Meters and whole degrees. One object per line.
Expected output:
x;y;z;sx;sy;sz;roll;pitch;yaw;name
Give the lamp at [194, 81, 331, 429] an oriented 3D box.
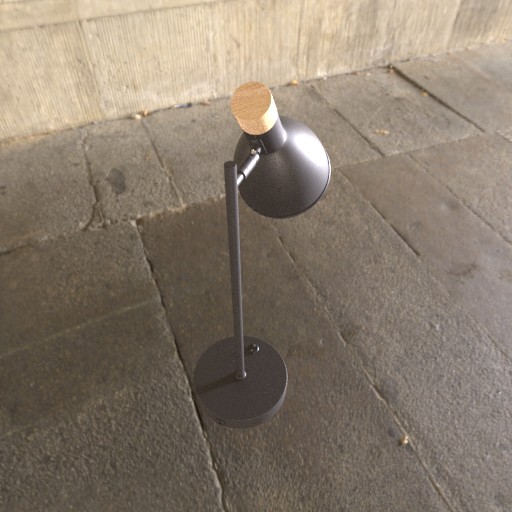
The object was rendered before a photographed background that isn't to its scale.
0.000;0.000;0.602;0.152;0.483;0.287;17;48;16;lamp
